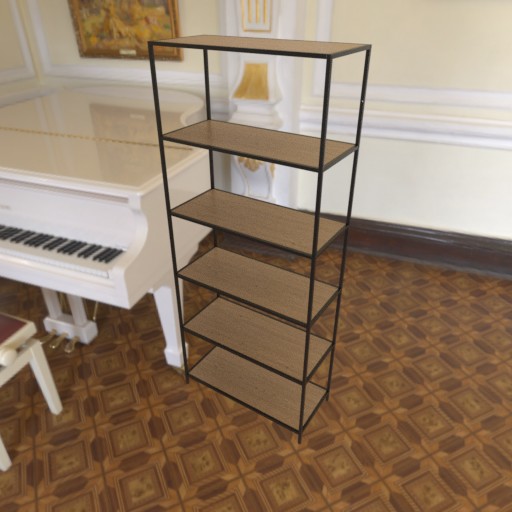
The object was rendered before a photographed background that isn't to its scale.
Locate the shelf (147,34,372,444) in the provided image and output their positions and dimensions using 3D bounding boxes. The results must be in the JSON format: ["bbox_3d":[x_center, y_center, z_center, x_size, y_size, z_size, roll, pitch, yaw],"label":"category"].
[{"bbox_3d":[0.000,0.000,2.125,0.770,1.850,0.350,18,35,28],"label":"shelf"}]
